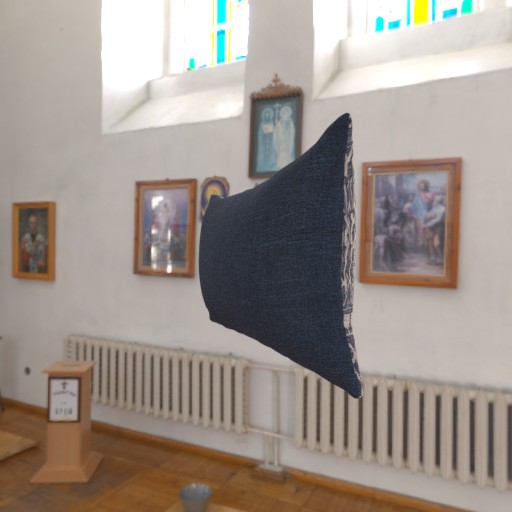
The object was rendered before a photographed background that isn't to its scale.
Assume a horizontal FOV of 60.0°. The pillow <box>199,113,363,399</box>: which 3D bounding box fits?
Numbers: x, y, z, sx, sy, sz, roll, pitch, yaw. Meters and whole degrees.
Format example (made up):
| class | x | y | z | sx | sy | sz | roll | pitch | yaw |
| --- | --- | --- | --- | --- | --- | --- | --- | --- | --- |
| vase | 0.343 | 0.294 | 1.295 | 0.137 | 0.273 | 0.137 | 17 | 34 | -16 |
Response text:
| class | x | y | z | sx | sy | sz | roll | pitch | yaw |
| --- | --- | --- | --- | --- | --- | --- | --- | --- | --- |
| pillow | 0.000 | 0.000 | 0.734 | 0.148 | 0.292 | 0.631 | 0 | -1 | -19 |
